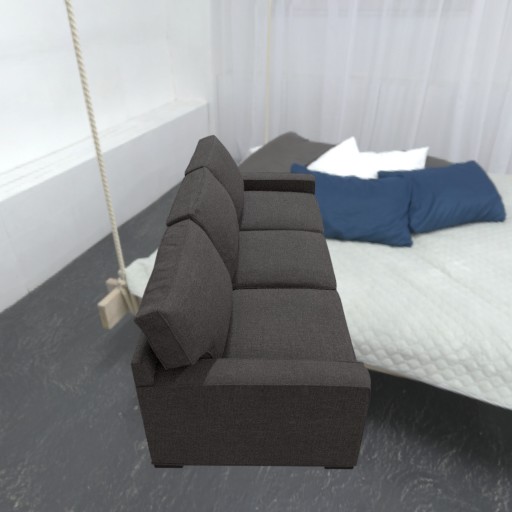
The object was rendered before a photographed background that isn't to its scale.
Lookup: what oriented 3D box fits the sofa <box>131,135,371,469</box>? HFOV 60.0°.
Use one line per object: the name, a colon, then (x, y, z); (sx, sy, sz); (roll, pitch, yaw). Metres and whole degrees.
sofa: (0.000, 0.000, 2.885); (1.004, 0.978, 2.369); (0, 32, 0)
